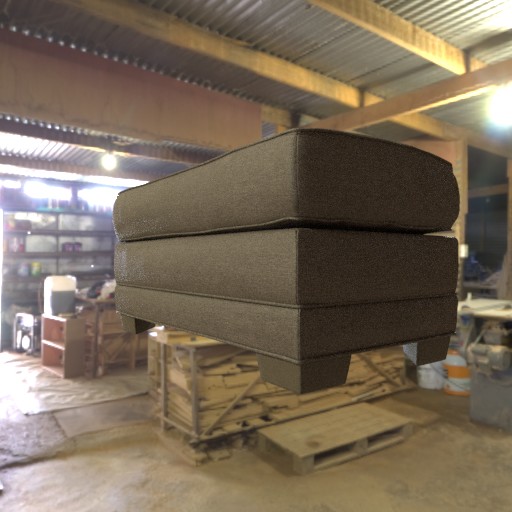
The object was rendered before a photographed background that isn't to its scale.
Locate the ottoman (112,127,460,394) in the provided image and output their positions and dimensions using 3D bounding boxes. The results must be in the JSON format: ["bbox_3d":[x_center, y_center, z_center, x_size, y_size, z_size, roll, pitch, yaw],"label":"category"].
[{"bbox_3d":[0.000,0.000,1.145,0.490,0.448,0.864,0,-1,-36],"label":"ottoman"}]
